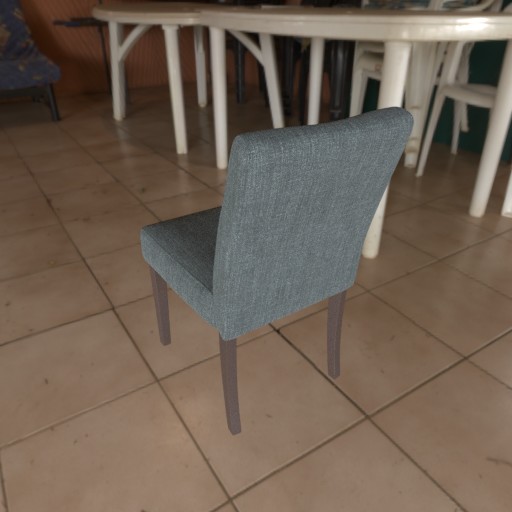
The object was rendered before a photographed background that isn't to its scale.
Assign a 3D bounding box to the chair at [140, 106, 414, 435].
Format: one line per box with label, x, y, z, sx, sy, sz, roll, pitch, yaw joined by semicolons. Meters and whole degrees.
chair;0.000;0.000;1.290;0.487;0.884;0.629;-19;35;-29
